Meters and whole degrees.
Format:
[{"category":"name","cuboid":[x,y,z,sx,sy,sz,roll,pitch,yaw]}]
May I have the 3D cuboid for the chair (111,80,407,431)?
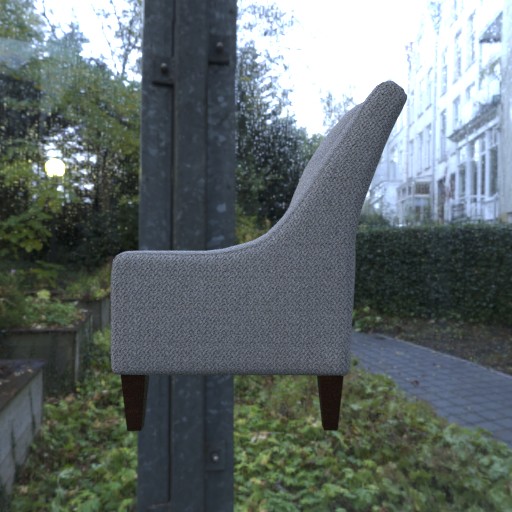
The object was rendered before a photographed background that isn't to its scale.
[{"category":"chair","cuboid":[0.000,0.000,1.635,0.870,1.014,0.774,0,0,0]}]
